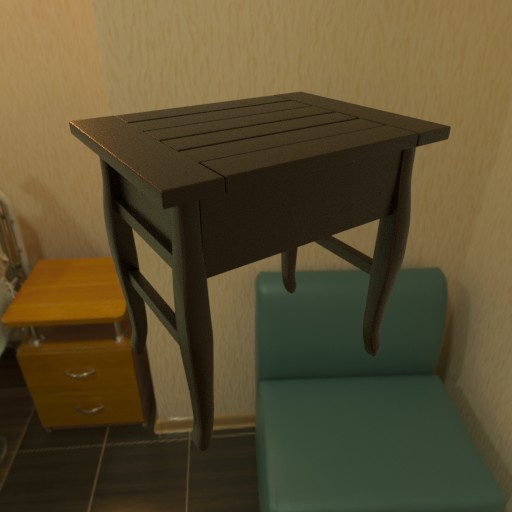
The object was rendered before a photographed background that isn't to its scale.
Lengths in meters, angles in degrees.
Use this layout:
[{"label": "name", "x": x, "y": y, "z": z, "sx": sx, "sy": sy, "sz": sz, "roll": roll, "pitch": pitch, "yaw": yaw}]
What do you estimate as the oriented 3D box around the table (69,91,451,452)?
[{"label": "table", "x": 0.000, "y": 0.000, "z": 1.025, "sx": 0.602, "sy": 0.604, "sz": 0.460, "roll": -19, "pitch": 35, "yaw": -29}]
